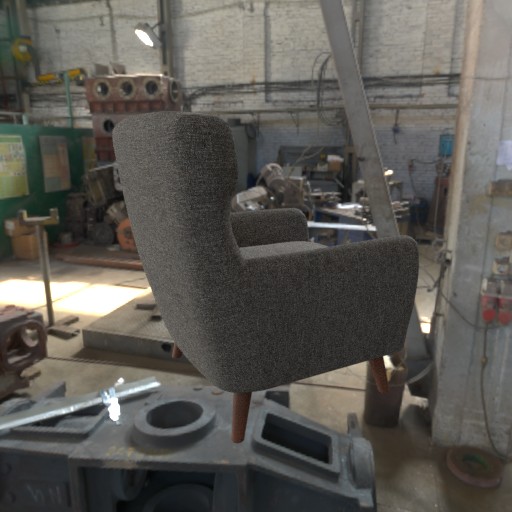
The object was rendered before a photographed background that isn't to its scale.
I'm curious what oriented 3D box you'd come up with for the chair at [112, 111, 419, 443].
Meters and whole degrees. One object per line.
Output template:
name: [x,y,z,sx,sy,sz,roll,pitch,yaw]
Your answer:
chair: [0.000,0.000,1.749,0.940,1.039,0.889,-7,16,-26]
